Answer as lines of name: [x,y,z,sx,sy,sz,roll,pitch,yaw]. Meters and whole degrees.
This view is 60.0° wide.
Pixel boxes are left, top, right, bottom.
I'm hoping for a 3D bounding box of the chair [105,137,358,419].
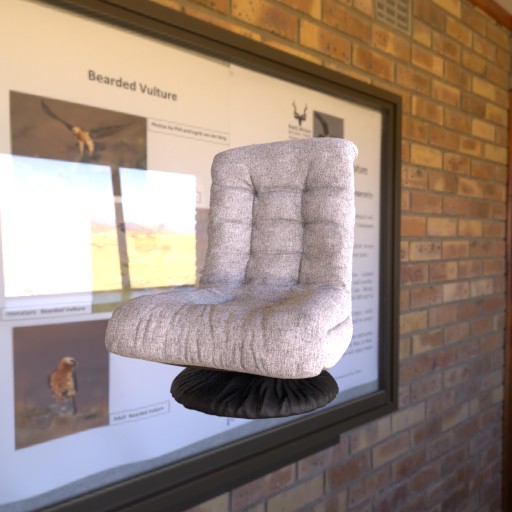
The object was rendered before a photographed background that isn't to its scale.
chair: [0.000,0.000,0.977,0.400,0.600,0.583,1,2,19]
